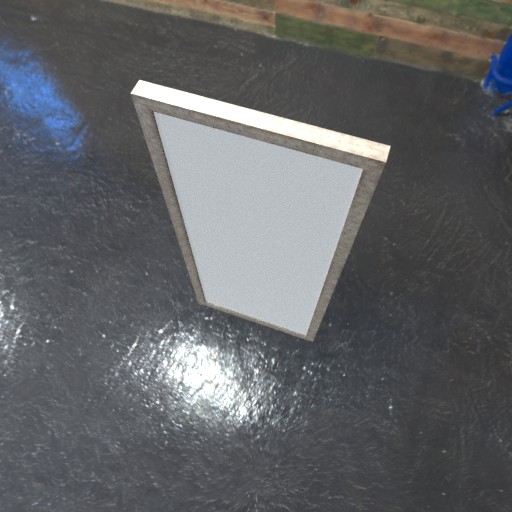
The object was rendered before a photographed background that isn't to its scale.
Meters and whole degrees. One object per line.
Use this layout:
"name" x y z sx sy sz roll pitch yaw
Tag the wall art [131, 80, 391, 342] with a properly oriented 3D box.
"wall art" 0.000 0.000 1.719 0.648 1.461 0.051 18 64 9
